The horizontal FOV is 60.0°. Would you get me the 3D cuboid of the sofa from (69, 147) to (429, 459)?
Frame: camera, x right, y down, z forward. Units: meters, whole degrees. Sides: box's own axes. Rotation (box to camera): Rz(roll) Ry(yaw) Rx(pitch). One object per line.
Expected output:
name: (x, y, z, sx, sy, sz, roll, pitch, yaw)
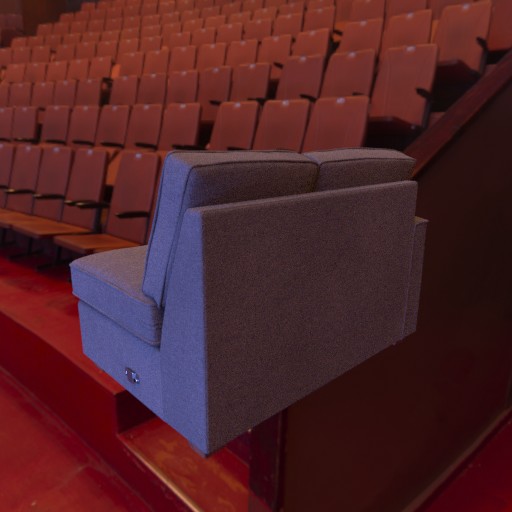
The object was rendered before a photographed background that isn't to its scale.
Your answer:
sofa: (0.000, 0.000, 2.055, 1.388, 0.989, 0.991, -14, 20, -42)
